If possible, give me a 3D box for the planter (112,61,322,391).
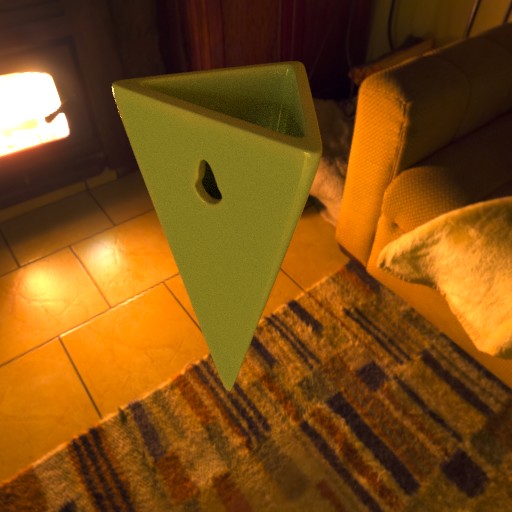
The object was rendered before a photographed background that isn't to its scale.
[{"bbox_3d":[0.000,0.000,0.218,0.080,0.178,0.064,25,51,22],"label":"planter"}]
